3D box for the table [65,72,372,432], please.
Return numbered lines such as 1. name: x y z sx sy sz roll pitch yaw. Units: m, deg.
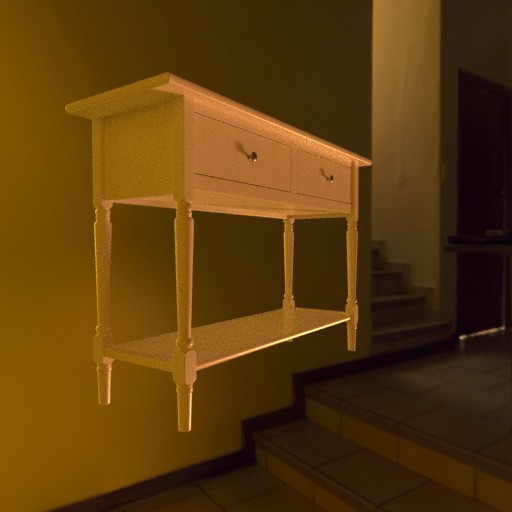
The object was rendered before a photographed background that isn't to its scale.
1. table: 0.000 0.000 1.545 0.386 0.814 1.191 1 2 35
